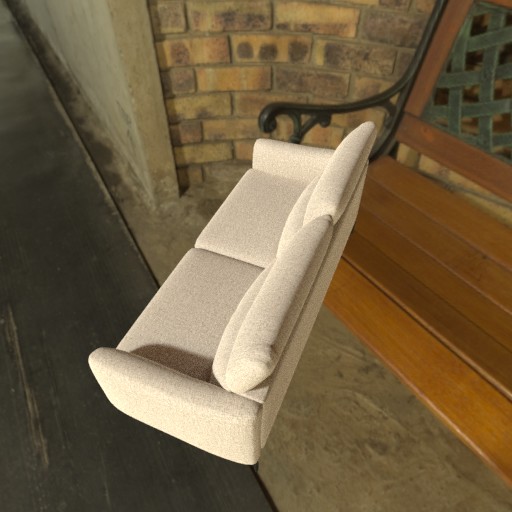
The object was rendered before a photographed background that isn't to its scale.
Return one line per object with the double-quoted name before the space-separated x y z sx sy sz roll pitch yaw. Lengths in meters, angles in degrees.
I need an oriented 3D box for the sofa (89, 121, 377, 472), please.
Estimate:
"sofa" 0.000 0.000 2.522 0.856 0.956 2.015 17 49 16
